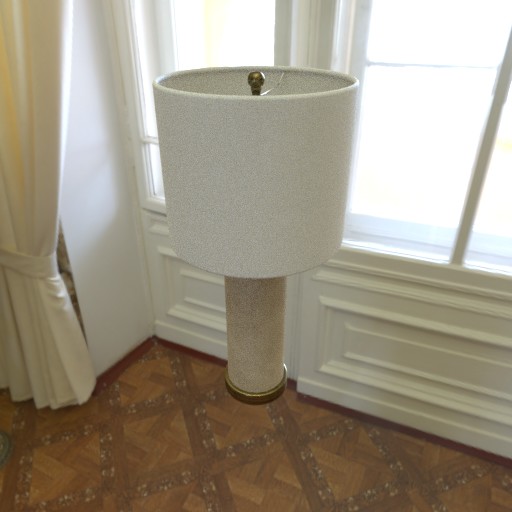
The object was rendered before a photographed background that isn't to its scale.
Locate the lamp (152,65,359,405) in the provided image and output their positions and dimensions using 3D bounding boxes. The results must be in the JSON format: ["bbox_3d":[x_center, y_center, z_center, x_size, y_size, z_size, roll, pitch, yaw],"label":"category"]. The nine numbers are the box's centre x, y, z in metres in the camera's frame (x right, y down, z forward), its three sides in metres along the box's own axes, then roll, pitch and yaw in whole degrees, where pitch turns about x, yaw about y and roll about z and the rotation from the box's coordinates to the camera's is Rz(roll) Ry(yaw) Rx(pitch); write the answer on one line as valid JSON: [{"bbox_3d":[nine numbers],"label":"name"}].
[{"bbox_3d":[0.000,0.000,0.816,0.305,0.634,0.305,-11,31,-18],"label":"lamp"}]
